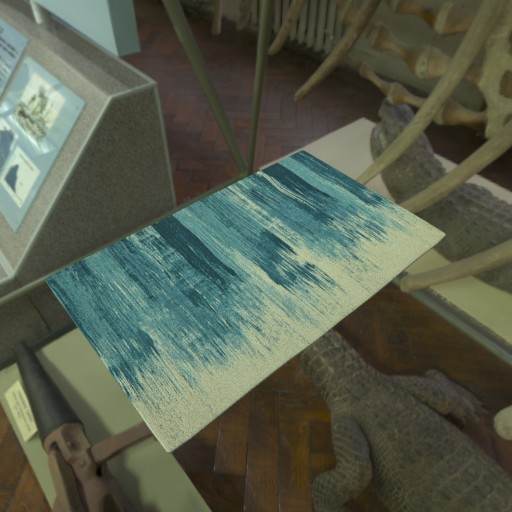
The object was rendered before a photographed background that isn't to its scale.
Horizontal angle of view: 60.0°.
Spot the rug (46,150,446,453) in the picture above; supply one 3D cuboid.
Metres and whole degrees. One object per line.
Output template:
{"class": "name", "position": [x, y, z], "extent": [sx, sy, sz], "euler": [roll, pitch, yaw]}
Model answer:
{"class": "rug", "position": [0.000, 0.000, 3.133], "extent": [2.450, 0.027, 1.540], "euler": [-31, 53, -27]}
